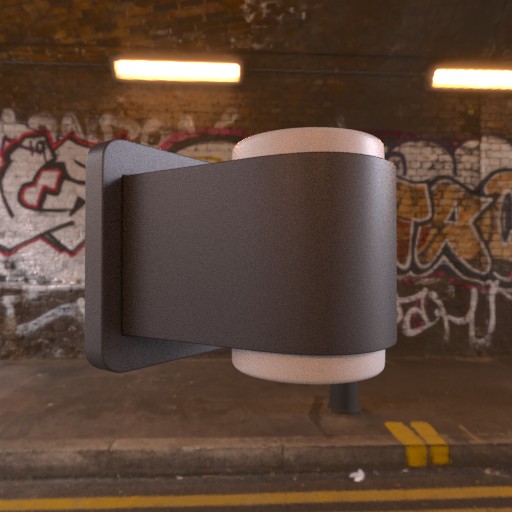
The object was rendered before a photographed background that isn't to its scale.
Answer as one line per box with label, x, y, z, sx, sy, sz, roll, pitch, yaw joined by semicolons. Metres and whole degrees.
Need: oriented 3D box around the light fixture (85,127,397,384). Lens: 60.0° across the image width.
light fixture;0.000;0.000;0.214;0.132;0.109;0.109;-1;-1;36
